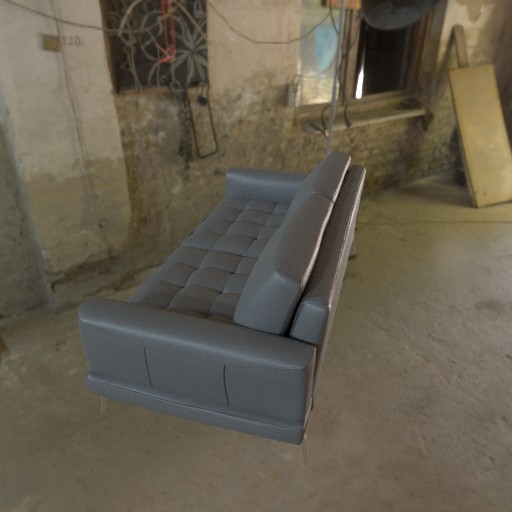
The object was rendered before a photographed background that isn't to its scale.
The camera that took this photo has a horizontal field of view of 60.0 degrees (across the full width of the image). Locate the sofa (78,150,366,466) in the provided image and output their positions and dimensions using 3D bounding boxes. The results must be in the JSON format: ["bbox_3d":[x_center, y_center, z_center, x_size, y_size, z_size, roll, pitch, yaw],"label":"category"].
[{"bbox_3d":[0.000,0.000,2.748,1.121,0.930,2.177,9,31,14],"label":"sofa"}]
